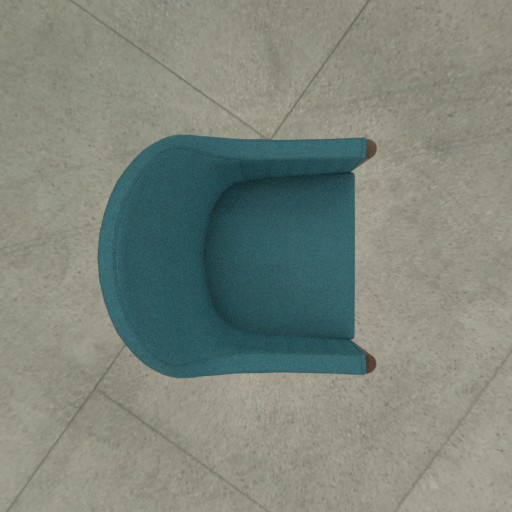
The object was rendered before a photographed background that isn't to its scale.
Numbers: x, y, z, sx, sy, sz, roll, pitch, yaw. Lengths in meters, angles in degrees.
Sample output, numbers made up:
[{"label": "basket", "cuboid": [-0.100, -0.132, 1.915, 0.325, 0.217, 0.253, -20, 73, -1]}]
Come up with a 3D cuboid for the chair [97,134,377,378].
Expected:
[{"label": "chair", "cuboid": [0.000, 0.000, 1.360, 0.652, 0.907, 0.656, 0, 90, 1]}]
